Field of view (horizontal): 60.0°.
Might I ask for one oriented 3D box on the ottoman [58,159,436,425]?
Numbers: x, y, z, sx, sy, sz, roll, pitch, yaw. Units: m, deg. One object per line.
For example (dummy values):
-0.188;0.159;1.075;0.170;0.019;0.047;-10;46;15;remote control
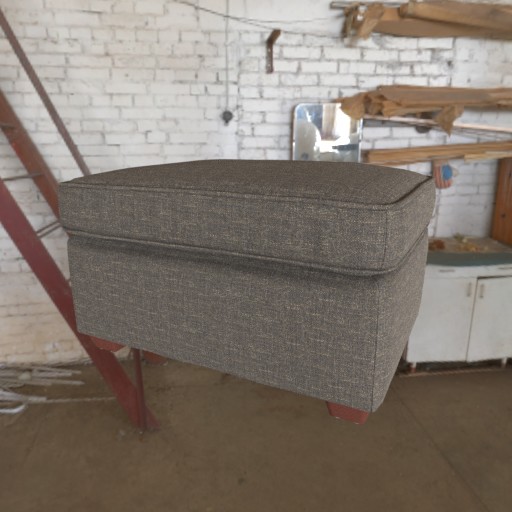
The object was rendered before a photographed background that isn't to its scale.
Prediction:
0.000;0.000;1.072;0.749;0.450;0.549;8;17;26;ottoman
